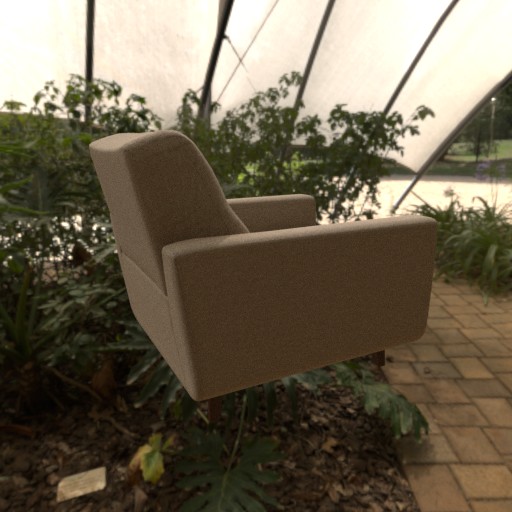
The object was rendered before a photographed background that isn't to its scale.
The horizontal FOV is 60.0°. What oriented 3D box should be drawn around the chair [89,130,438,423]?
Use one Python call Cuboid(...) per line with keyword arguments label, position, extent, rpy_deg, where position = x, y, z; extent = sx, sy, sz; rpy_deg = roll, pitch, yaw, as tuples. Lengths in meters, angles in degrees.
Cuboid(label="chair", position=(0.000, 0.000, 1.802), extent=(1.128, 0.965, 0.897), rpy_deg=(-8, 16, -27))
